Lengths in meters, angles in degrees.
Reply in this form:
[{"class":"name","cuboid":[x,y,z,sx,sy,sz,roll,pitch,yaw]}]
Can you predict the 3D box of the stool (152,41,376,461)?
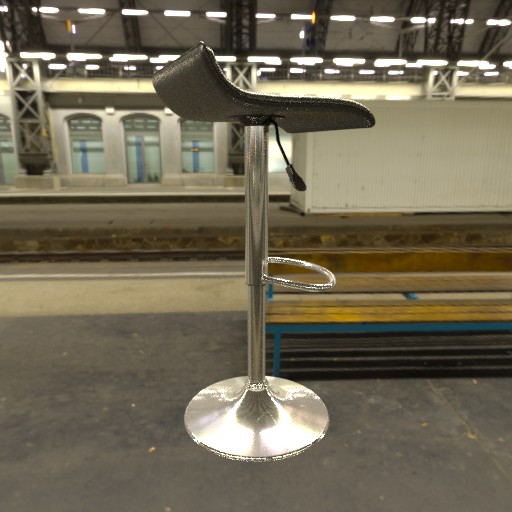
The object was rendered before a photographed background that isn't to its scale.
[{"class":"stool","cuboid":[0.000,0.000,1.074,0.381,0.851,0.381,-6,14,-25]}]
